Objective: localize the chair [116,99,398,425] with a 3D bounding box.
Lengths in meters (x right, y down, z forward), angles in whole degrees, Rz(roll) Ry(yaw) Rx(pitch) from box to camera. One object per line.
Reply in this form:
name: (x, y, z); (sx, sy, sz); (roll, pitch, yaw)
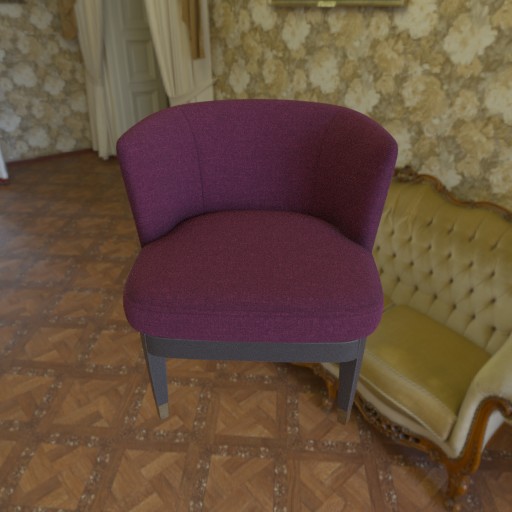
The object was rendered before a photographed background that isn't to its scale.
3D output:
chair: (0.000, 0.000, 1.269); (0.700, 0.760, 0.660); (1, 28, 2)
